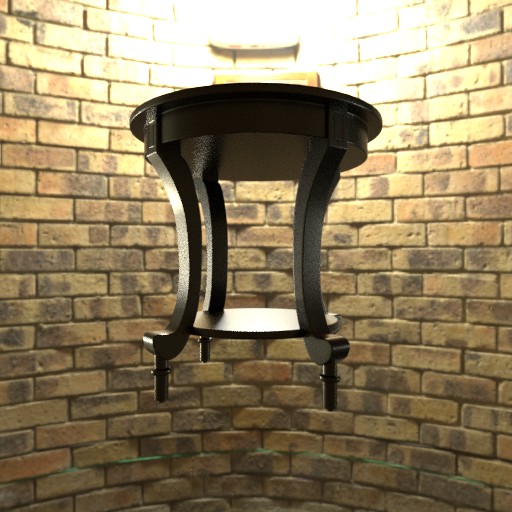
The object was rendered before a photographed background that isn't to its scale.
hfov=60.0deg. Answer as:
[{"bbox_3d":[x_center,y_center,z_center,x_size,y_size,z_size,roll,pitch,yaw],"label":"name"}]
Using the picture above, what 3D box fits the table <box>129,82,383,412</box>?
[{"bbox_3d":[0.000,0.000,1.084,0.597,0.618,0.597,0,0,0],"label":"table"}]
